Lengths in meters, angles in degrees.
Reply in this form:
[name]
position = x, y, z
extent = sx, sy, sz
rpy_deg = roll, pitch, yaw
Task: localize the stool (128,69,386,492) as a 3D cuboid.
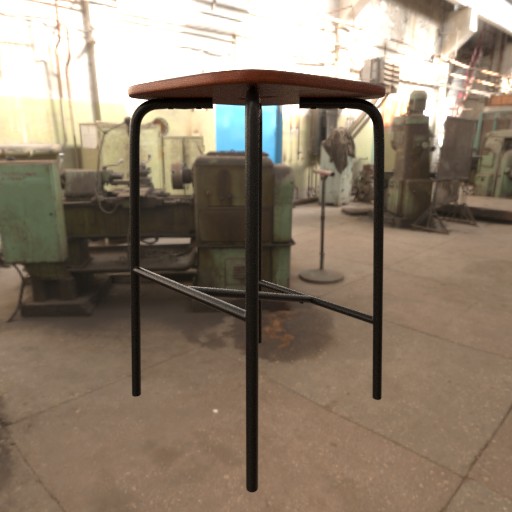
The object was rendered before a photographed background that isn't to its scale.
[stool]
position = 0.000, 0.000, 0.853
extent = 0.376, 0.610, 0.376
rpy_deg = -14, 20, -42
